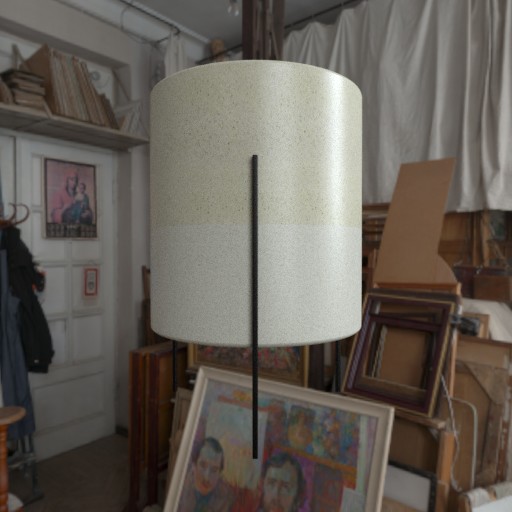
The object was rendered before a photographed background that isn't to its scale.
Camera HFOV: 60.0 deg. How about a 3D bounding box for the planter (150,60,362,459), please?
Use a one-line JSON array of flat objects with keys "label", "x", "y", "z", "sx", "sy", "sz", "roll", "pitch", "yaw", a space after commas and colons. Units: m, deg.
[{"label": "planter", "x": 0.000, "y": 0.000, "z": 0.695, "sx": 0.324, "sy": 0.483, "sz": 0.333, "roll": 0, "pitch": 1, "yaw": 0}]
